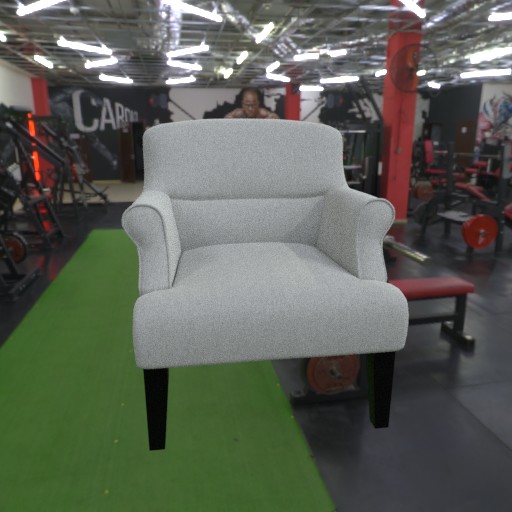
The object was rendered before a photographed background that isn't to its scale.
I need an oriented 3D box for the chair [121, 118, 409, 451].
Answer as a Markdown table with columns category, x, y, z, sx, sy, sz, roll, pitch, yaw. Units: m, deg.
| category | x | y | z | sx | sy | sz | roll | pitch | yaw |
| --- | --- | --- | --- | --- | --- | --- | --- | --- | --- |
| chair | 0.000 | 0.000 | 1.447 | 0.781 | 0.875 | 0.750 | -2 | 16 | -8 |
